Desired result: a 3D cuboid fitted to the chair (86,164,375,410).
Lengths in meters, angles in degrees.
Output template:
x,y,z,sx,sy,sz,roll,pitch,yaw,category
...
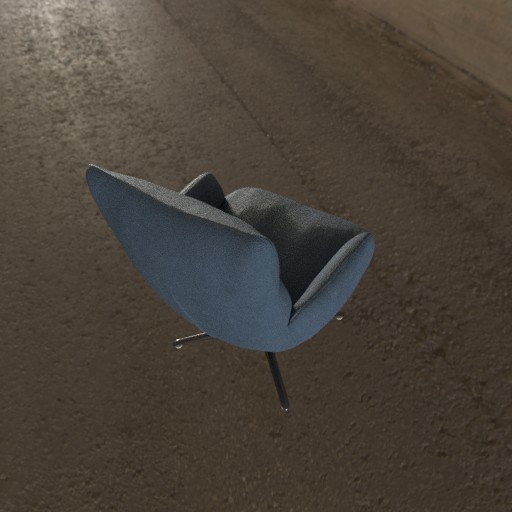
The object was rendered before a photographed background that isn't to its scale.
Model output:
x,y,z,sx,sy,sz,roll,pitch,yaw,category
0.000,0.000,1.587,0.711,1.016,0.889,24,50,22,chair
